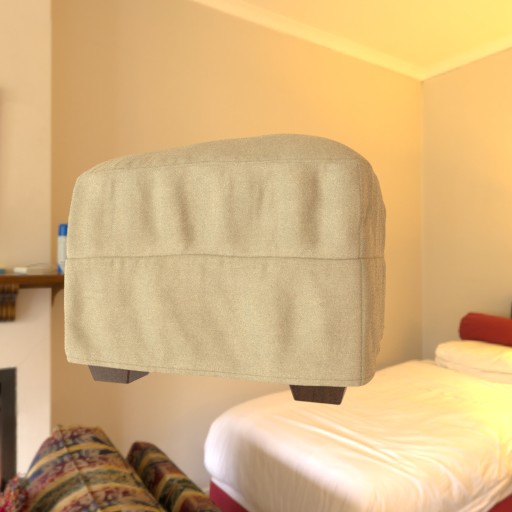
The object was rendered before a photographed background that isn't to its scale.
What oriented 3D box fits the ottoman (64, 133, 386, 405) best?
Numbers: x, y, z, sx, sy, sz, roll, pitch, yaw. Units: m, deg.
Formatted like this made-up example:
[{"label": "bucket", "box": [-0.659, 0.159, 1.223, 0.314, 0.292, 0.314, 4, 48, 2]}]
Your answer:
[{"label": "ottoman", "box": [0.000, 0.000, 1.054, 0.584, 0.480, 0.712, 0, 0, 18]}]
